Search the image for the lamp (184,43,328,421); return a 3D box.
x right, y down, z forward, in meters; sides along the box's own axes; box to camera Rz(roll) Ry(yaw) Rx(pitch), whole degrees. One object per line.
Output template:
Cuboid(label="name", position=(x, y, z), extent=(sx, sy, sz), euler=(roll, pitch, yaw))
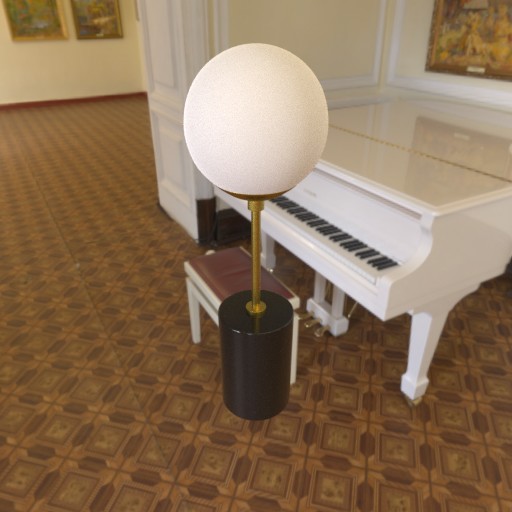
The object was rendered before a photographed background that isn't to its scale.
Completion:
Cuboid(label="lamp", position=(0.000, 0.000, 0.554), extent=(0.153, 0.480, 0.153), euler=(0, 29, 0))
